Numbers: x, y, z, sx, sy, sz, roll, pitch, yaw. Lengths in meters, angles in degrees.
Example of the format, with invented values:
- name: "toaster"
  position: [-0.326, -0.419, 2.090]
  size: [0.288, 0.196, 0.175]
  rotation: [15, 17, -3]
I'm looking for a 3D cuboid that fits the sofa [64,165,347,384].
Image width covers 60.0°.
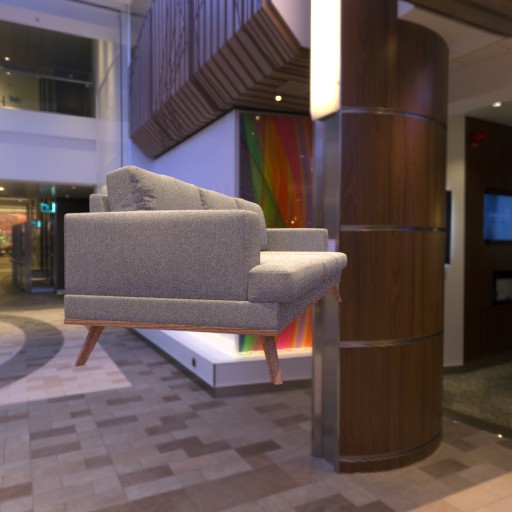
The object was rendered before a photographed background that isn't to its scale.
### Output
- name: "sofa"
  position: [0.000, 0.000, 2.698]
  size: [0.920, 0.810, 2.310]
  rotation: [0, 2, 16]
